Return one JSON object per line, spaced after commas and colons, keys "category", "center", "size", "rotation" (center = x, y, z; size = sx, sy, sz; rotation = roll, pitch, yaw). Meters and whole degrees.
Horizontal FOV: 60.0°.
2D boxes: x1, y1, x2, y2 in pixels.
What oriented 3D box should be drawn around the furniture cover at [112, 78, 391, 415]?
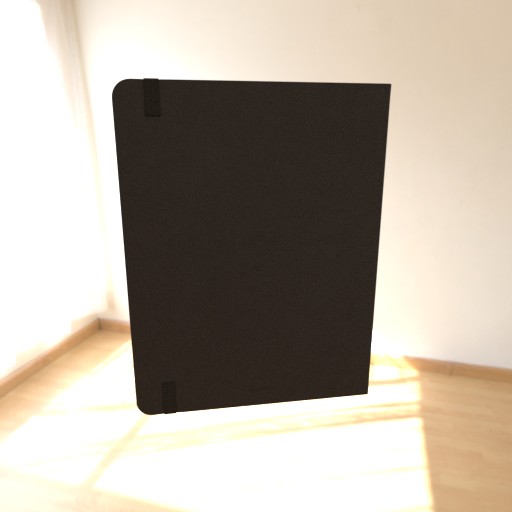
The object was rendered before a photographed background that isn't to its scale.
{"category": "furniture cover", "center": [0.000, 0.000, 0.382], "size": [0.216, 0.281, 0.023], "rotation": [-2, 15, -9]}
